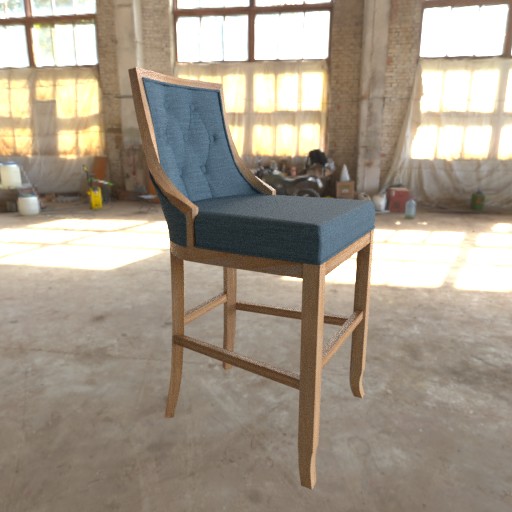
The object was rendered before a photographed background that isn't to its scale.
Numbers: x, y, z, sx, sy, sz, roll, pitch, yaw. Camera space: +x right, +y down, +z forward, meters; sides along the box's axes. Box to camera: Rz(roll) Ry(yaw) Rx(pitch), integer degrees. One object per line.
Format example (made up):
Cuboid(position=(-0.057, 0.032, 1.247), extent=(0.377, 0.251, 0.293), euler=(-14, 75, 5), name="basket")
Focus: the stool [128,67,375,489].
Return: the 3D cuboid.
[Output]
Cuboid(position=(0.000, 0.000, 1.413), extent=(0.626, 1.101, 0.524), euler=(8, 17, 28), name="stool")
